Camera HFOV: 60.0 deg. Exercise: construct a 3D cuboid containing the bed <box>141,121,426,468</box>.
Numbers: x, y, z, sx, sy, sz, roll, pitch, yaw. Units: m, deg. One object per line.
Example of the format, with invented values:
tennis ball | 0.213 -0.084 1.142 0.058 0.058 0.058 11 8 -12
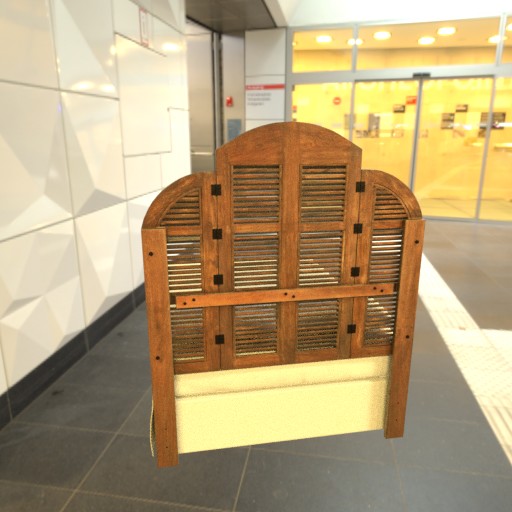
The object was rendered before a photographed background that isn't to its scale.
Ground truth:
bed | 0.000 0.000 3.563 1.713 2.019 2.138 -3 16 -10
